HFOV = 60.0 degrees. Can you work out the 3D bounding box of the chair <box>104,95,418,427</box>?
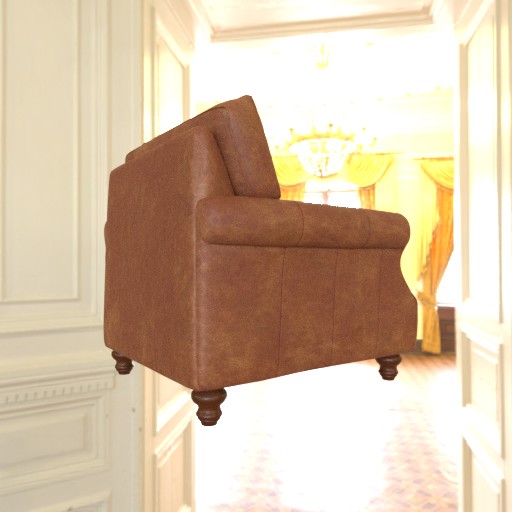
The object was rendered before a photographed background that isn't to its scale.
[{"bbox_3d":[0.000,0.000,1.782,0.986,0.962,0.983,0,-1,-36],"label":"chair"}]
